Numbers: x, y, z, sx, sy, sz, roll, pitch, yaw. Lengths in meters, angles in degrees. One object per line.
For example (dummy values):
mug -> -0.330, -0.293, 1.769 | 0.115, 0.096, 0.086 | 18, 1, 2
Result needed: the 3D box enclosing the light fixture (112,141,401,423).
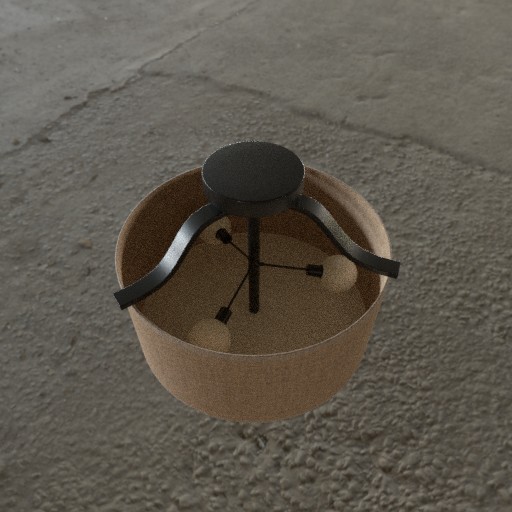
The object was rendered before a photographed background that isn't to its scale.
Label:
light fixture -> 0.000, 0.000, 0.649 | 0.390, 0.306, 0.390 | 0, 47, 0
